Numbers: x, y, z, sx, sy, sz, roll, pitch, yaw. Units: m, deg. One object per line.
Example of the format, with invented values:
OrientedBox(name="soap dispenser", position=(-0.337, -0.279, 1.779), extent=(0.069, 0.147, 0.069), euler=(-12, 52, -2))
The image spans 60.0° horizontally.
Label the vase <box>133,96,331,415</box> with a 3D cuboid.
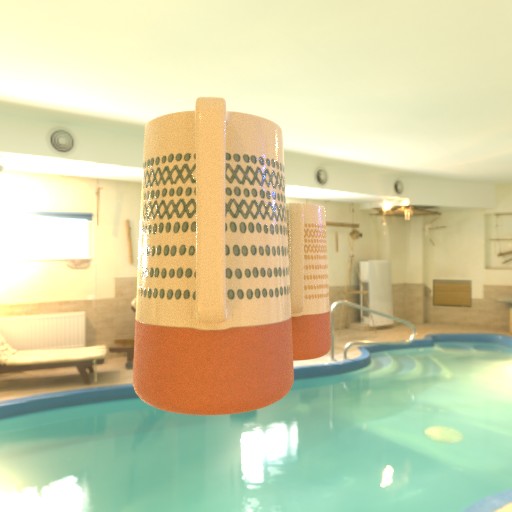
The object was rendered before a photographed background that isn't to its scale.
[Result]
OrientedBox(name="vase", position=(0.000, 0.000, 0.469), extent=(0.168, 0.247, 0.326), euler=(0, 0, 36))
